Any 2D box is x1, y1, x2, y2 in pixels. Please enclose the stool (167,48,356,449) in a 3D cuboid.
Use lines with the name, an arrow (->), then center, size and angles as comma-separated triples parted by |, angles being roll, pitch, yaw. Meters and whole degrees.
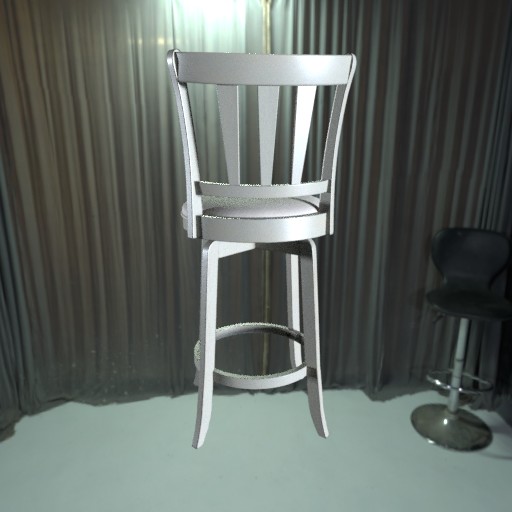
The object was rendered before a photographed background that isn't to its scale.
stool -> 0.000, 0.000, 1.285 | 0.436, 1.042, 0.475 | -2, 15, -7
